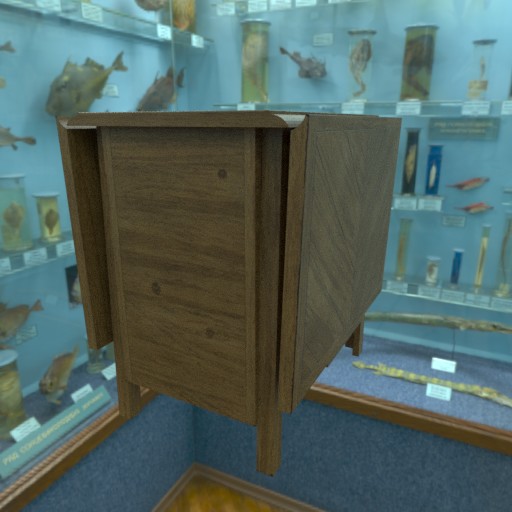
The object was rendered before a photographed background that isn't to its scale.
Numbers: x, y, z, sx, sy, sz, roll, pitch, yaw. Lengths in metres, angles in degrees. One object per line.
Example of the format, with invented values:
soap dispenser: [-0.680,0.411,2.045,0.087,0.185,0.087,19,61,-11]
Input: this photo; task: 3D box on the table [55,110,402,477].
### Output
table: [0.000,0.000,1.252,0.591,0.763,0.746,9,19,27]
